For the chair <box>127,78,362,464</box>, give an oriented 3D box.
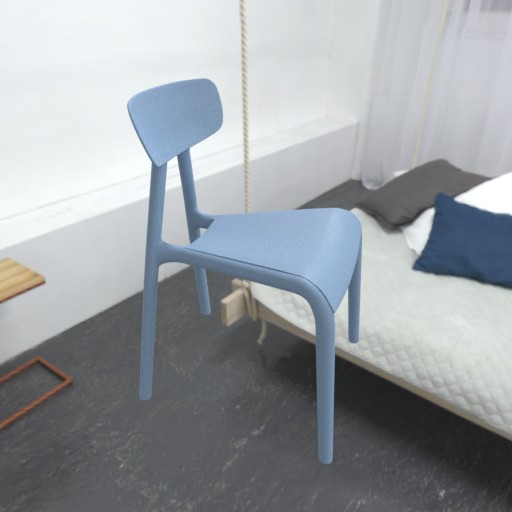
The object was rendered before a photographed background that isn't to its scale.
[{"bbox_3d":[0.000,0.000,0.831,0.401,0.580,0.356,10,32,17],"label":"chair"}]
